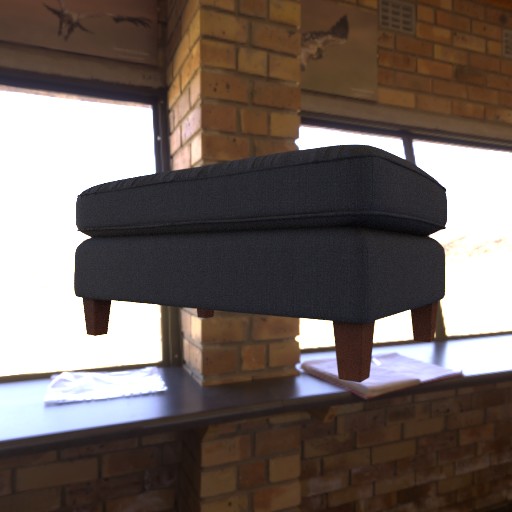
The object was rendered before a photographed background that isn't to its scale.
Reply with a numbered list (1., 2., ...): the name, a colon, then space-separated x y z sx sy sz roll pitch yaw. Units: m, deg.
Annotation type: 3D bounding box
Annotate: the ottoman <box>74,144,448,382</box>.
1. ottoman: 0.000 0.000 1.196 0.885 0.438 0.570 0 0 36
